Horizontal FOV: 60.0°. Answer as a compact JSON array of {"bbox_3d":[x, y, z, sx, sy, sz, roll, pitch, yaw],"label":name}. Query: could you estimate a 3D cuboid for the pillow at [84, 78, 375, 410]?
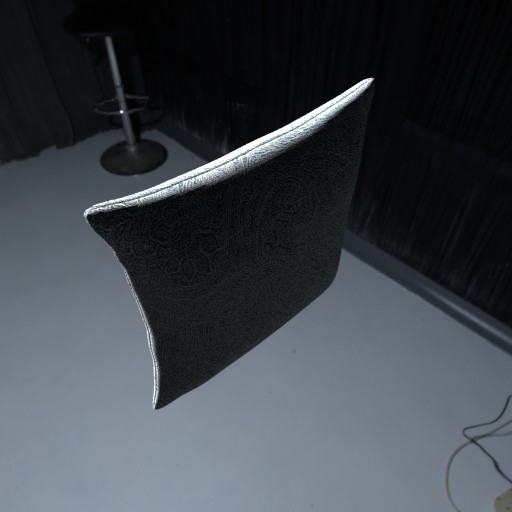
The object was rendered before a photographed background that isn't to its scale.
[{"bbox_3d":[0.000,0.000,0.801,0.526,0.507,0.166,-33,54,-28],"label":"pillow"}]
